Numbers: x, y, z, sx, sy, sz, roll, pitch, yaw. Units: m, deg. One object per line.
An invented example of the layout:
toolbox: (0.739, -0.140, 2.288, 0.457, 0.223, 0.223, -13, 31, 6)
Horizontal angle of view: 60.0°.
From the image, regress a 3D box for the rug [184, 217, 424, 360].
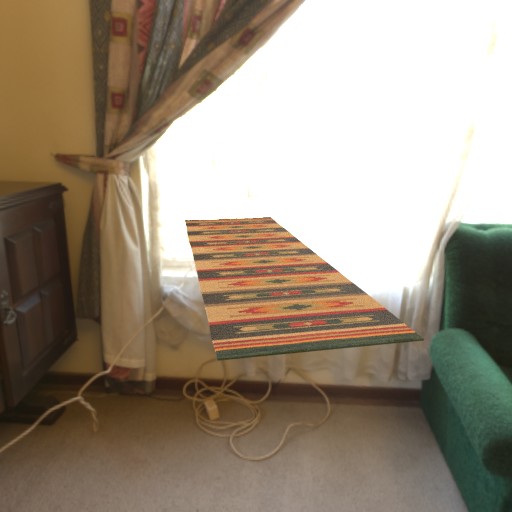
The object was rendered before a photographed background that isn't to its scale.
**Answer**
rug: (0.000, 0.000, 2.690, 0.760, 0.009, 2.440, -3, 16, -11)
